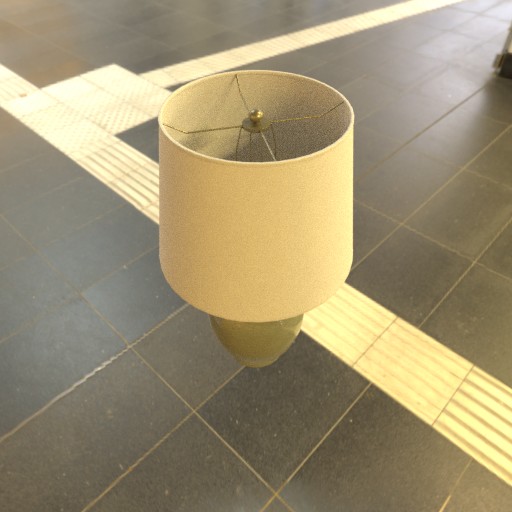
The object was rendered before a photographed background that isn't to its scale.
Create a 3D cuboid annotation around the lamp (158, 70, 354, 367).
[{"bbox_3d":[0.000,0.000,0.569,0.239,0.399,0.239,0,45,0],"label":"lamp"}]
